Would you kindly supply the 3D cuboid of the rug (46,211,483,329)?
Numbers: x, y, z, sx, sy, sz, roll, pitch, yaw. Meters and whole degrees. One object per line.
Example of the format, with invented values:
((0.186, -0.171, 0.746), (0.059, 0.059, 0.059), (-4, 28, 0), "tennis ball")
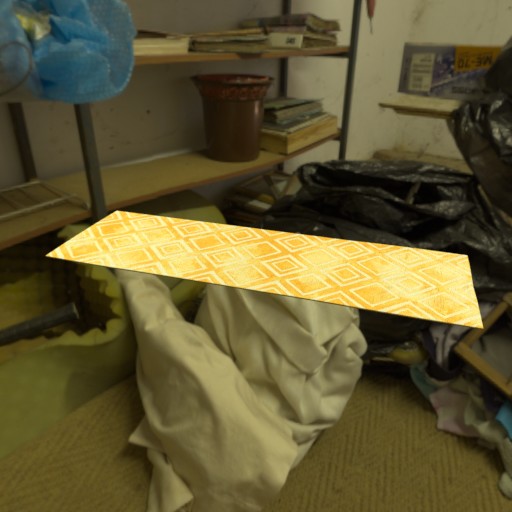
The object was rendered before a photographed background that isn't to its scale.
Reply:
((0.000, 0.000, 2.679), (2.438, 0.010, 0.775), (8, 29, 15), "rug")
